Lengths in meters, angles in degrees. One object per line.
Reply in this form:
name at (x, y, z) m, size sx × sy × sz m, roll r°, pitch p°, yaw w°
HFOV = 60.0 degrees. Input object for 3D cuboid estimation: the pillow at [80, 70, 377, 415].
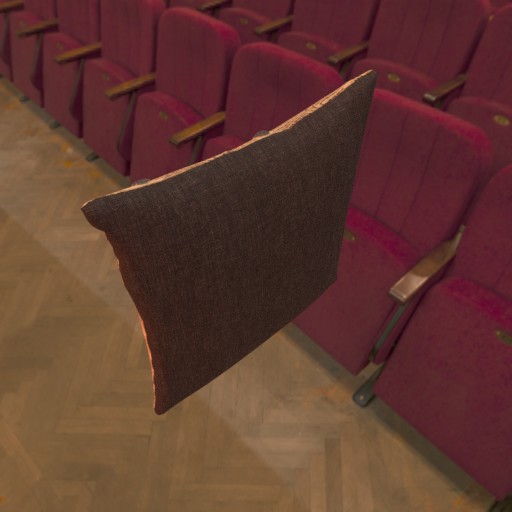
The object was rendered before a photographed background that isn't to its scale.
pillow at (0.000, 0.000, 0.770) m, size 0.510 × 0.510 × 0.145 m, roll -33°, pitch 55°, yaw -27°
